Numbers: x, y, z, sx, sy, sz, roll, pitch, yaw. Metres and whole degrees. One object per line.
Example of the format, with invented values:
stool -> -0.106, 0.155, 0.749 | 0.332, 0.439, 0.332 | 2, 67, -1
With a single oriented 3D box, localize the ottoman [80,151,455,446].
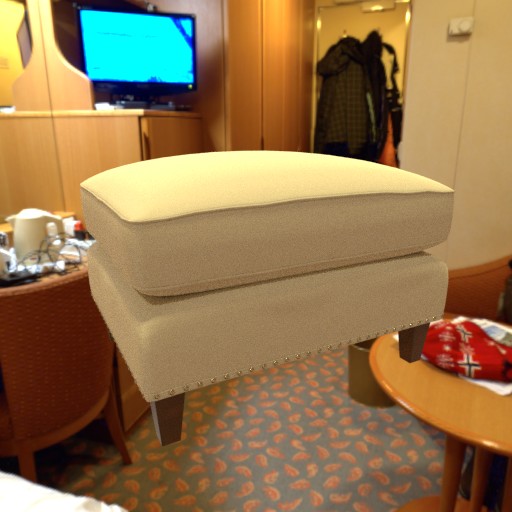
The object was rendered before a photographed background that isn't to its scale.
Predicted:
ottoman -> 0.000, 0.000, 1.119 | 0.741, 0.513, 0.584 | -9, 18, -27
